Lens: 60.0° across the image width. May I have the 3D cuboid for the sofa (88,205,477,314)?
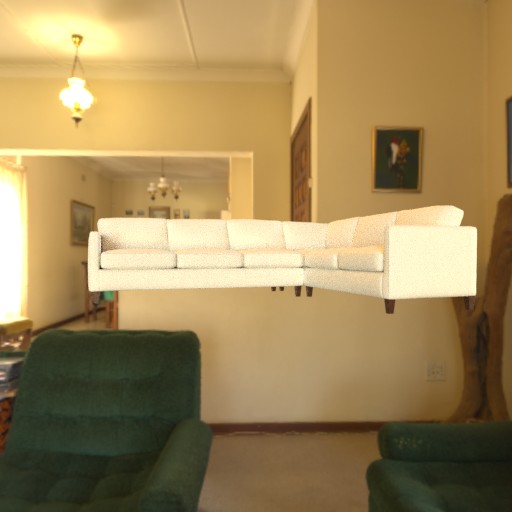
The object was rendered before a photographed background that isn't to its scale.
[{"bbox_3d":[0.000,0.000,4.580,3.302,0.947,2.593,0,0,-18],"label":"sofa"}]
